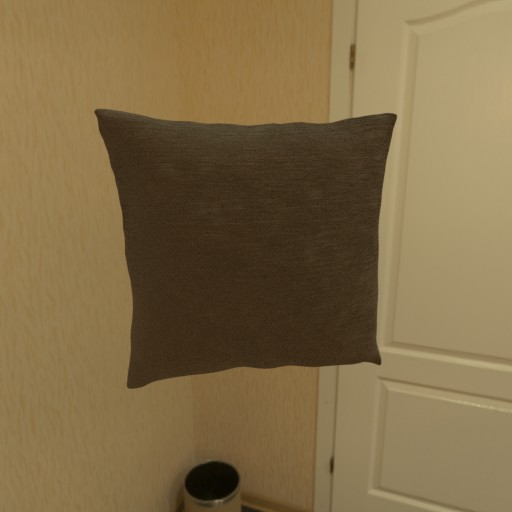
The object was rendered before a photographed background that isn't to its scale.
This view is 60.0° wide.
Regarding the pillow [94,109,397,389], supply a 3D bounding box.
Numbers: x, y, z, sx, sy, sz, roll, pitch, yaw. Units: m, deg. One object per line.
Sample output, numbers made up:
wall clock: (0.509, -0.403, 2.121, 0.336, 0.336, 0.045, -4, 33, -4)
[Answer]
pillow: (0.000, 0.000, 0.699, 0.452, 0.439, 0.204, -2, 15, -8)
